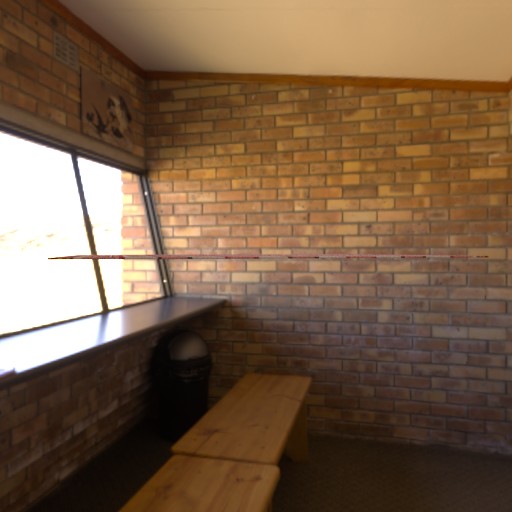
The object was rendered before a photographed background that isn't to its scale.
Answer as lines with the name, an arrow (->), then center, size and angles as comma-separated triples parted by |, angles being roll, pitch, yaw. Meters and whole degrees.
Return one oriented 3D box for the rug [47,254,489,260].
rug -> 0.000, 0.000, 2.297 | 1.817, 0.008, 1.223 | 0, 1, -18
